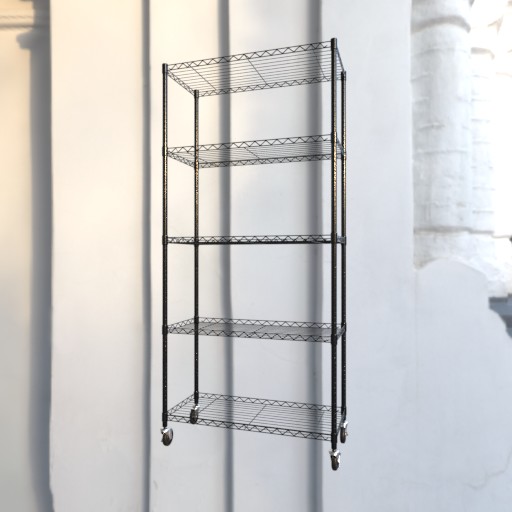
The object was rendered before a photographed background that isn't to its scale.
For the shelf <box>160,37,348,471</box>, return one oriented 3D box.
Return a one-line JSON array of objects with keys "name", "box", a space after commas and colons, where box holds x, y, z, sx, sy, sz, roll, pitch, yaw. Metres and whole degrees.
[{"name": "shelf", "box": [0.000, 0.000, 1.939, 0.762, 1.645, 0.356, 0, 0, 18]}]
